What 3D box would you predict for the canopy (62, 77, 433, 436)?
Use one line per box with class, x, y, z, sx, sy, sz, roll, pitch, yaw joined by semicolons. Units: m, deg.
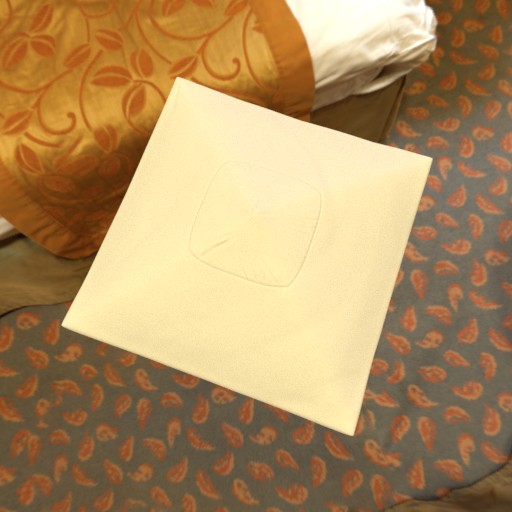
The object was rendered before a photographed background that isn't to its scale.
canopy;0.000;0.000;5.258;2.996;2.997;2.998;19;76;5
